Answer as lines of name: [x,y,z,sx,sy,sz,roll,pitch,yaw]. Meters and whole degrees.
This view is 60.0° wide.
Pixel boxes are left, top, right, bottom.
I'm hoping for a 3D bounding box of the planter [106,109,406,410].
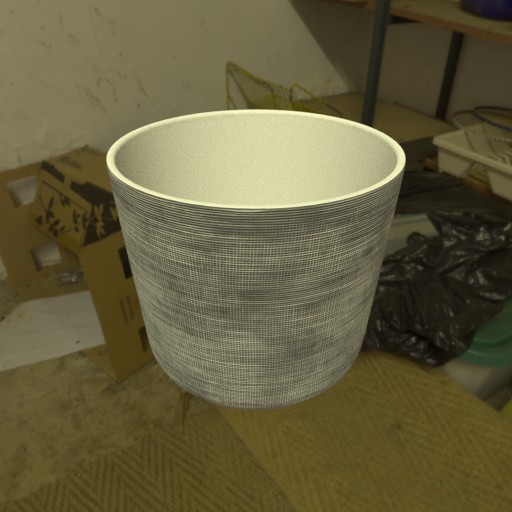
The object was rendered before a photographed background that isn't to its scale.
planter: [0.000,0.000,0.781,0.440,0.398,0.440,0,32,0]
